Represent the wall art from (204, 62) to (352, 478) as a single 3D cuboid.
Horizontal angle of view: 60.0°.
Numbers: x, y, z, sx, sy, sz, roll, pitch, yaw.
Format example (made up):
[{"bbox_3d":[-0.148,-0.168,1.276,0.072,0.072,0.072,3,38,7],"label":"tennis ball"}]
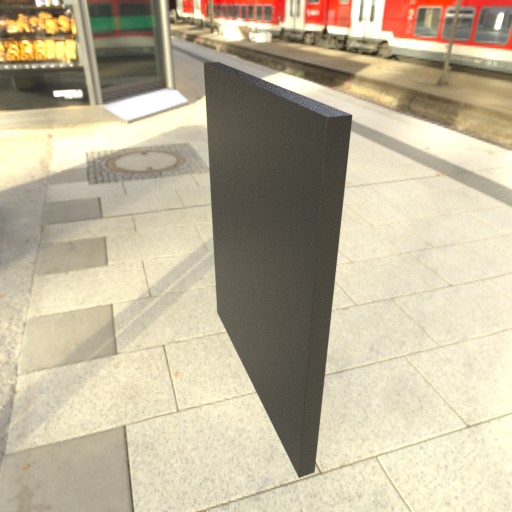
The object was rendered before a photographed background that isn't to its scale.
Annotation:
[{"bbox_3d":[0.000,0.000,0.750,0.028,0.557,0.457,-11,32,-18],"label":"wall art"}]
